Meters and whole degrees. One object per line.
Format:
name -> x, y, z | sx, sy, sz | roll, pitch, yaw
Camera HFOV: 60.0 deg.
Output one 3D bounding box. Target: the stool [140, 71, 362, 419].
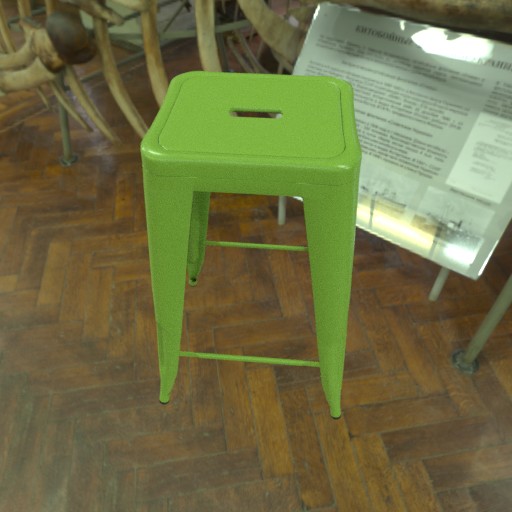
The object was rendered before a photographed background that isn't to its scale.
stool -> 0.000, 0.000, 0.859 | 0.398, 0.609, 0.358 | 4, 47, 4
